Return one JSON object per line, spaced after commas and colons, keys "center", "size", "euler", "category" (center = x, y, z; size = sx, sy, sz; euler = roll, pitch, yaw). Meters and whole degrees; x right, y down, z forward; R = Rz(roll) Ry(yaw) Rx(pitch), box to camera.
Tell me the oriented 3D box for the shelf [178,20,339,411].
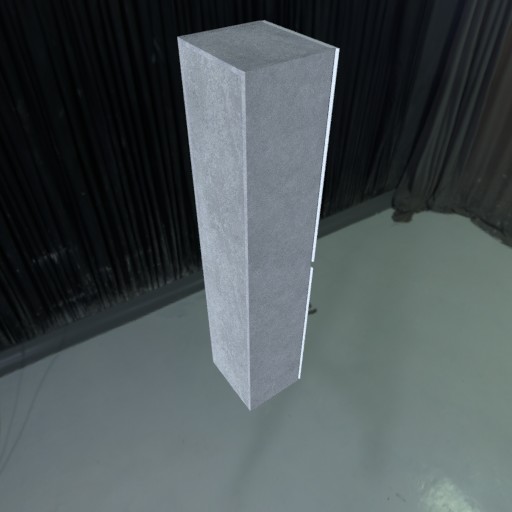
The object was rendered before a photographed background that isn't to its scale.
{"center": [0.000, 0.000, 1.547], "size": [0.270, 1.400, 0.300], "euler": [-25, 48, -25], "category": "shelf"}
